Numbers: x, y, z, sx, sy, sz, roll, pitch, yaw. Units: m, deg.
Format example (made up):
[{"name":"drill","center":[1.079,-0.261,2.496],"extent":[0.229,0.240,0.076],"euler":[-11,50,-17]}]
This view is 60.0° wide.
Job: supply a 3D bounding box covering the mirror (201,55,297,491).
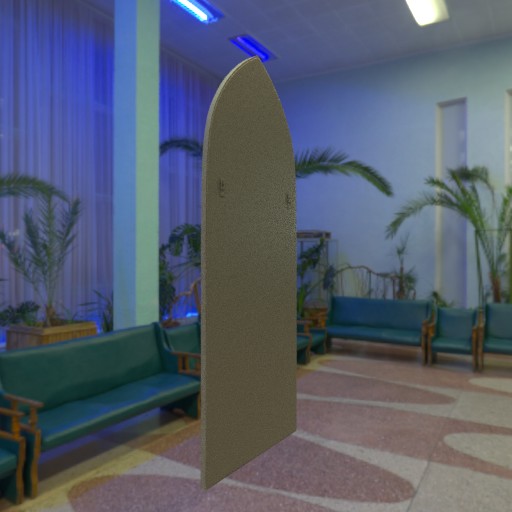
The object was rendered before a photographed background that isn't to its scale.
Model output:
[{"name":"mirror","center":[0.000,0.000,1.303],"extent":[0.025,1.175,0.464],"euler":[0,0,35]}]
